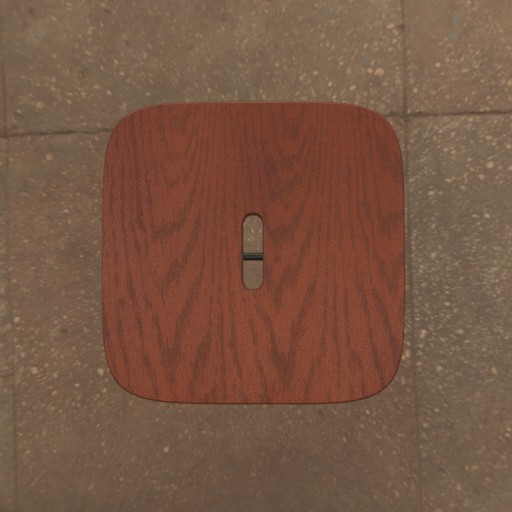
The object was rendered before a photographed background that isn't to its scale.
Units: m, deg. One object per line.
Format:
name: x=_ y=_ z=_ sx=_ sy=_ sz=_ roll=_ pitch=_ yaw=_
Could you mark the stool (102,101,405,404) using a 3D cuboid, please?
stool: x=0.000 y=0.000 z=0.826 sx=0.376 sy=0.610 sz=0.376 roll=0 pitch=89 yaw=1
